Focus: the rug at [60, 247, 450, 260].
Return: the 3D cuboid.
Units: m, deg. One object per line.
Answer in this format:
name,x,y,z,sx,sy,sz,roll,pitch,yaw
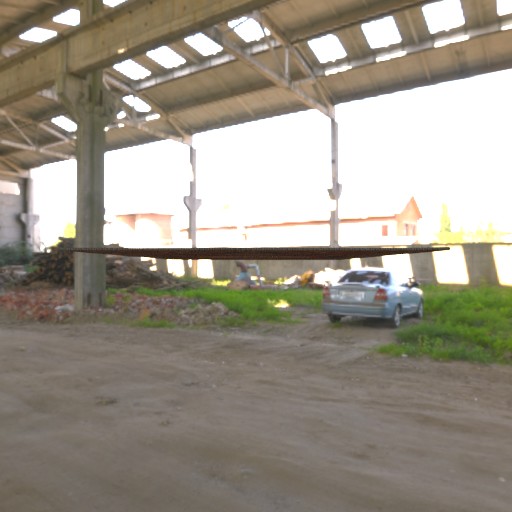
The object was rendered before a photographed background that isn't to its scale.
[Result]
rug,0.000,0.000,2.264,1.207,0.012,1.820,0,-1,0
